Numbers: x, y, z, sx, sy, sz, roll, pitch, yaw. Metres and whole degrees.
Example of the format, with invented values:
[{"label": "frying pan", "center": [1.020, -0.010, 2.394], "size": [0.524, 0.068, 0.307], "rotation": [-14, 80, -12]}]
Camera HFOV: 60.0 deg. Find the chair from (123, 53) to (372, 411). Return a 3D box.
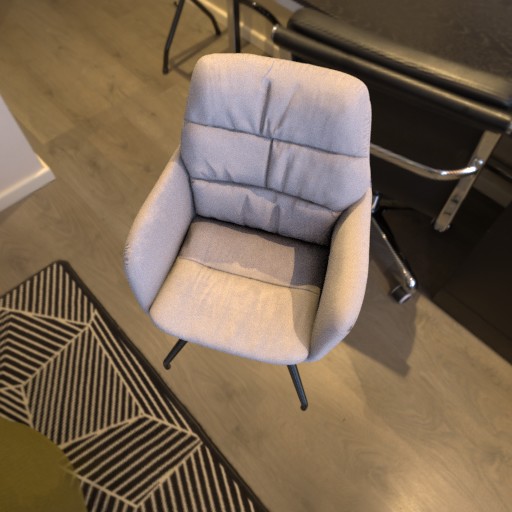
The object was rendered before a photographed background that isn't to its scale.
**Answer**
[{"label": "chair", "center": [0.000, 0.000, 1.228], "size": [0.579, 0.888, 0.569], "rotation": [14, 60, 8]}]
